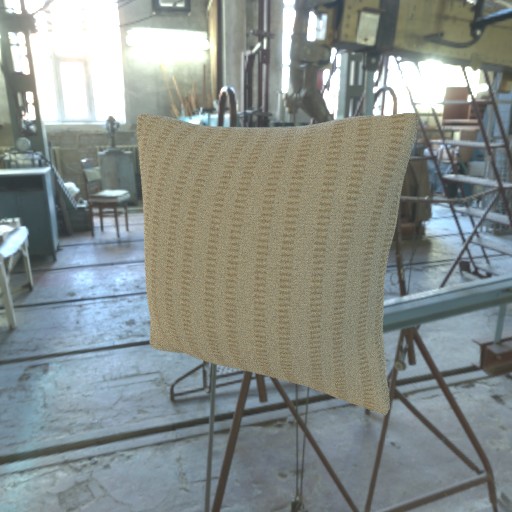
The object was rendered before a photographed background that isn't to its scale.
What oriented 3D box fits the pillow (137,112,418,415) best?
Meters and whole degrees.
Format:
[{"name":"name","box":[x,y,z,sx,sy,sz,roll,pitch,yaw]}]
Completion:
[{"name":"pillow","box":[0.000,0.000,0.679,0.438,0.419,0.247,9,19,26]}]
